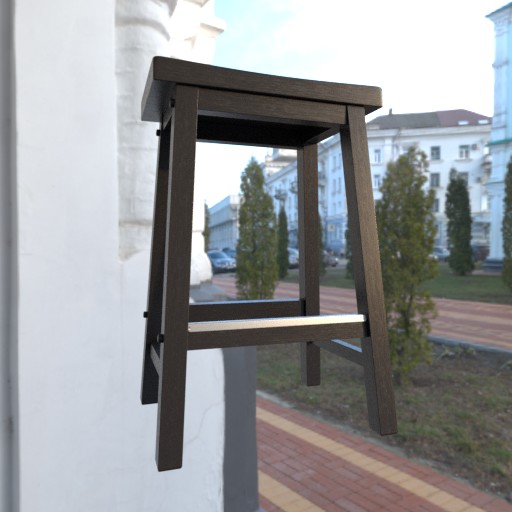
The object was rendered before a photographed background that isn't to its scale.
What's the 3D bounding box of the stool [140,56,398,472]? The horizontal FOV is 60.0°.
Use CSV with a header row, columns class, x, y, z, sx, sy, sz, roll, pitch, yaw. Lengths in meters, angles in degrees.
class,x,y,z,sx,sy,sz,roll,pitch,yaw
stool,0.000,0.000,0.843,0.406,0.610,0.322,0,1,-19
